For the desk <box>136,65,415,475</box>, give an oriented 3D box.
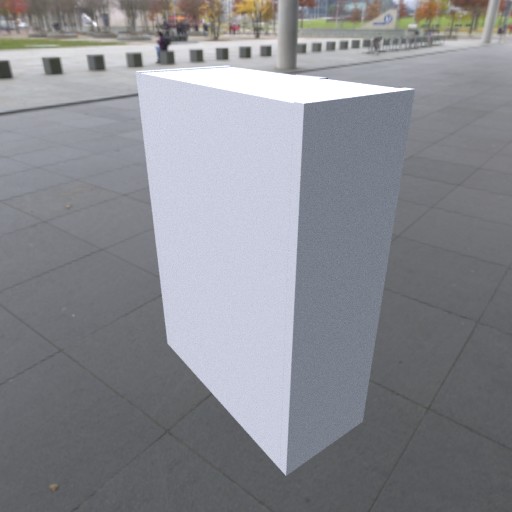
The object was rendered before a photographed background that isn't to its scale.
[{"bbox_3d":[0.000,0.000,1.593,0.390,1.190,0.850,-19,33,-32],"label":"desk"}]
